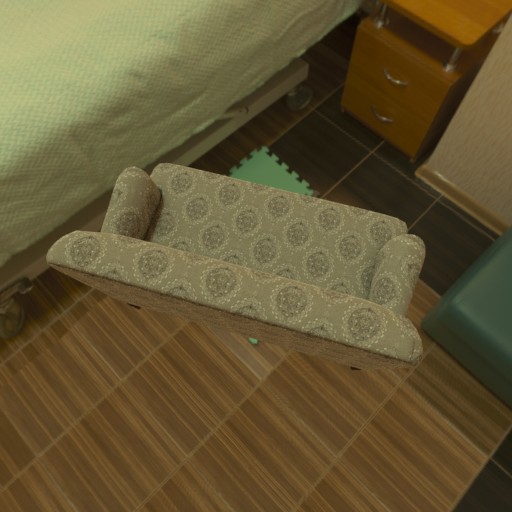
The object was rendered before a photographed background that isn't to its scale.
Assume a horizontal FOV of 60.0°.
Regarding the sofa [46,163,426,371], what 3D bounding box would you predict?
[{"bbox_3d":[0.000,0.000,1.844,1.297,0.889,0.779,15,66,7],"label":"sofa"}]
